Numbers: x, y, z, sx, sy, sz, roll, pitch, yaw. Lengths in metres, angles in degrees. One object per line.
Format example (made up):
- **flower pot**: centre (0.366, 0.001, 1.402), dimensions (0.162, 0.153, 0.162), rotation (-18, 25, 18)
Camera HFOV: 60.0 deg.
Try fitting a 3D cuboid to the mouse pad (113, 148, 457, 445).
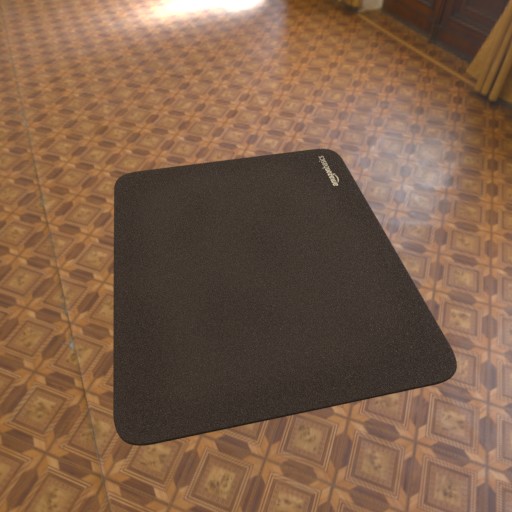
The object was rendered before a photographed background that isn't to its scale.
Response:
- **mouse pad**: centre (0.000, 0.000, 0.336), dimensions (0.211, 0.002, 0.249), rotation (-9, 48, -8)
